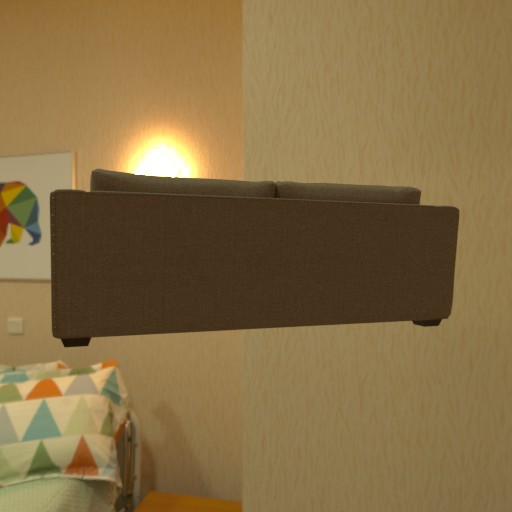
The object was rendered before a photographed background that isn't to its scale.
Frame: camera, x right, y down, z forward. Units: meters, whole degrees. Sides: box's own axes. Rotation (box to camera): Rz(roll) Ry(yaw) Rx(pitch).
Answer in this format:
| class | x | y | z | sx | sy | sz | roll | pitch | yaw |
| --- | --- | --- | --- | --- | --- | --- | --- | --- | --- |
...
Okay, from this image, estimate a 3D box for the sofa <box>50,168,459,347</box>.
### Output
| class | x | y | z | sx | sy | sz | roll | pitch | yaw |
| --- | --- | --- | --- | --- | --- | --- | --- | --- | --- |
| sofa | 0.000 | 0.000 | 2.735 | 2.208 | 0.857 | 1.000 | 0 | 0 | -18 |
